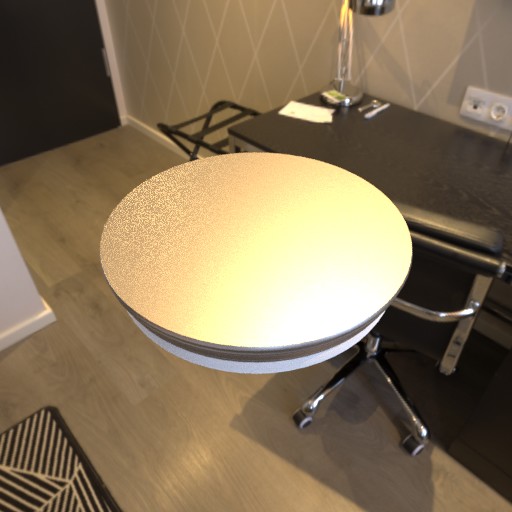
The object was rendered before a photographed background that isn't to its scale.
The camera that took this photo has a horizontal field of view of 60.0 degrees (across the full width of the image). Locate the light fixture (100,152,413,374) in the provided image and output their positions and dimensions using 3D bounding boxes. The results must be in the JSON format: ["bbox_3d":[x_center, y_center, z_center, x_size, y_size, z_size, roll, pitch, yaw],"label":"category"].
[{"bbox_3d":[0.000,0.000,0.569,0.368,0.100,0.368,0,41,0],"label":"light fixture"}]
